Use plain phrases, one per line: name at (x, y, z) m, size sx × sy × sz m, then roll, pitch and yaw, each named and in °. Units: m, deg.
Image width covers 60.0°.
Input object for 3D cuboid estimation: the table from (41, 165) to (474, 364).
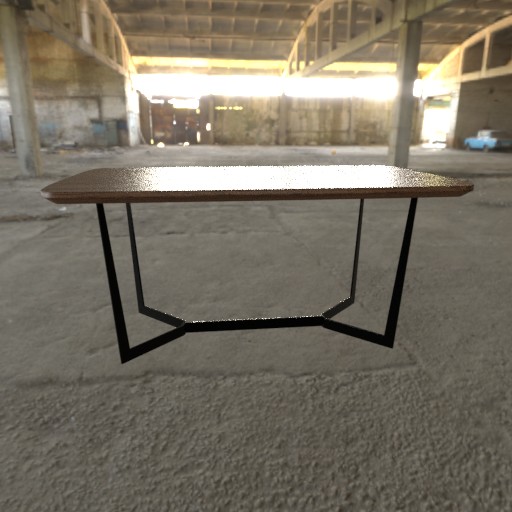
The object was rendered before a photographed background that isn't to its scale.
table at (0.000, 0.000, 2.122) m, size 1.643 × 0.765 × 0.949 m, roll -2°, pitch 16°, yaw -6°
